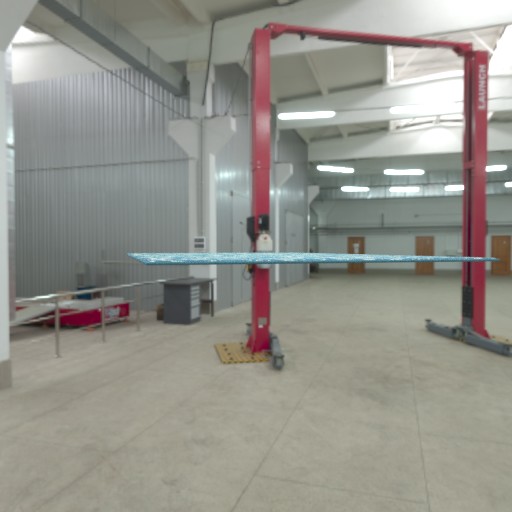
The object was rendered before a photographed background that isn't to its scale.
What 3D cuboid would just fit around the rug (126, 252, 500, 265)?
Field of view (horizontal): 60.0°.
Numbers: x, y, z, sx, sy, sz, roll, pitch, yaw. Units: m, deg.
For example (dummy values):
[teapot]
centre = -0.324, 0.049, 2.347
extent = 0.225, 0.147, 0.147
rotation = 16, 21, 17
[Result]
[rug]
centre = 0.000, 0.000, 3.362
extent = 1.816, 0.018, 2.746
rotation = 0, 1, -18
